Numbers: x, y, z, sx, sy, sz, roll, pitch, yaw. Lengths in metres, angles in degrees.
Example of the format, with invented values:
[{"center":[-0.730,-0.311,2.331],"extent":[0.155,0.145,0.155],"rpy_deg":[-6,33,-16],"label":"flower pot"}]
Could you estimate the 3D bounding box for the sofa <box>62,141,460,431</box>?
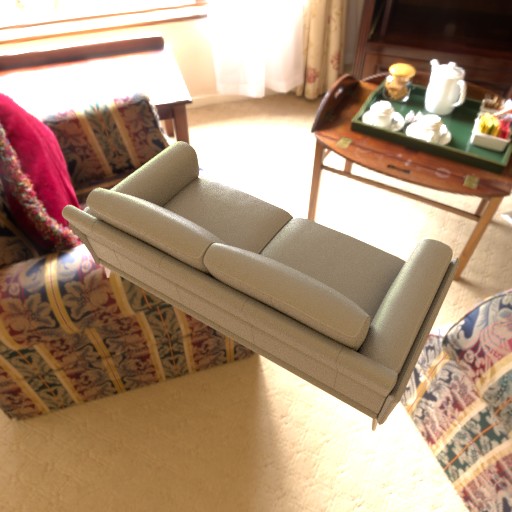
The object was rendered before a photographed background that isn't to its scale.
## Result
[{"center":[0.000,0.000,2.673],"extent":[2.101,0.930,1.049],"rpy_deg":[25,52,21],"label":"sofa"}]
